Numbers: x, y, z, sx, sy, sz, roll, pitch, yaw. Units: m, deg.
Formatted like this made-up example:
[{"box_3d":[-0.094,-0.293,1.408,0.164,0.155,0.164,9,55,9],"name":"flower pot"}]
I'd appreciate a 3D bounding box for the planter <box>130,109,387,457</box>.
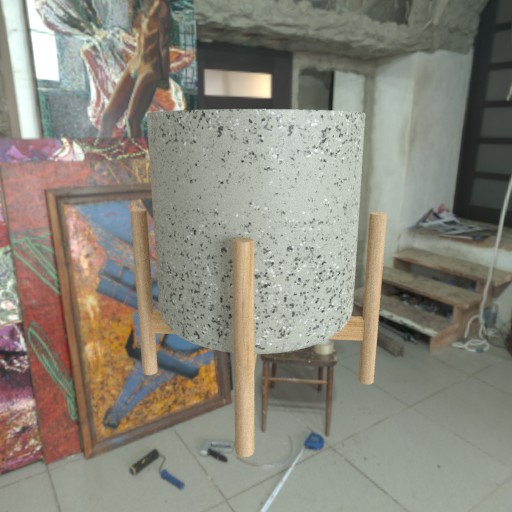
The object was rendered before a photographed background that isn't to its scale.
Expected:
[{"box_3d":[0.000,0.000,0.688,0.360,0.419,0.360,8,18,26],"name":"planter"}]
